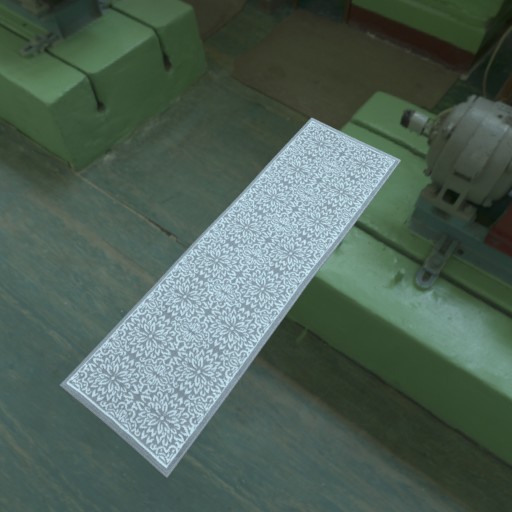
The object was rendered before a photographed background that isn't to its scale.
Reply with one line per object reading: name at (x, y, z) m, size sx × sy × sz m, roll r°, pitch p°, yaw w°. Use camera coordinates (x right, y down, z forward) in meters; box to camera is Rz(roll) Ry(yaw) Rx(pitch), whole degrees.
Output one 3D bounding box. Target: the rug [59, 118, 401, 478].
rug at (0.000, 0.000, 2.408) m, size 0.662 × 0.011 × 2.196 m, roll 32°, pitch 64°, yaw 18°
